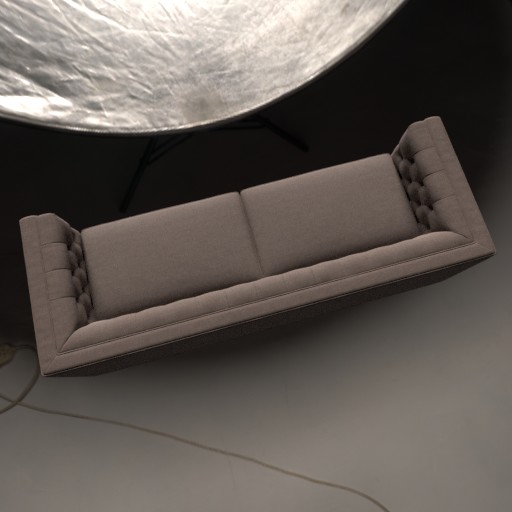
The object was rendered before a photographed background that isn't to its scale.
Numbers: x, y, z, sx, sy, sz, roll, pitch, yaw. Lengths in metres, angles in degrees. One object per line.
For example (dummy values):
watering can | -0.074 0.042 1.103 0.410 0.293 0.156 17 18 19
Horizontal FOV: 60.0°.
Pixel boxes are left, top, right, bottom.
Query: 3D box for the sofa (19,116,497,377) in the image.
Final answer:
sofa | 0.000 0.000 2.472 2.159 0.762 0.775 -15 76 -4
